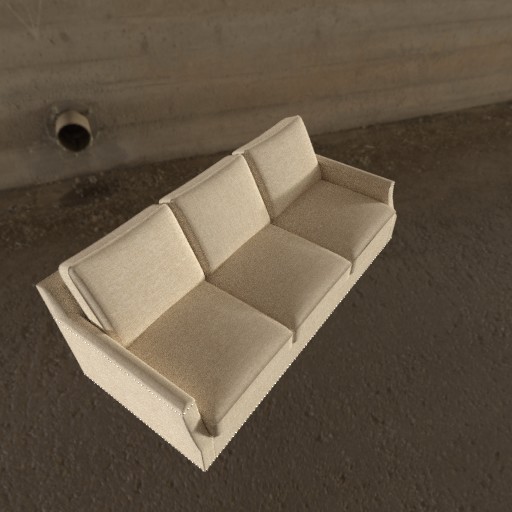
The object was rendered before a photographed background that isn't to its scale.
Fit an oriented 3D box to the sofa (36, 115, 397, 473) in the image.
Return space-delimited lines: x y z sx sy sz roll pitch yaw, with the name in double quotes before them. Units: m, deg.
"sofa" 0.000 0.000 2.806 1.041 0.940 2.210 27 49 26
